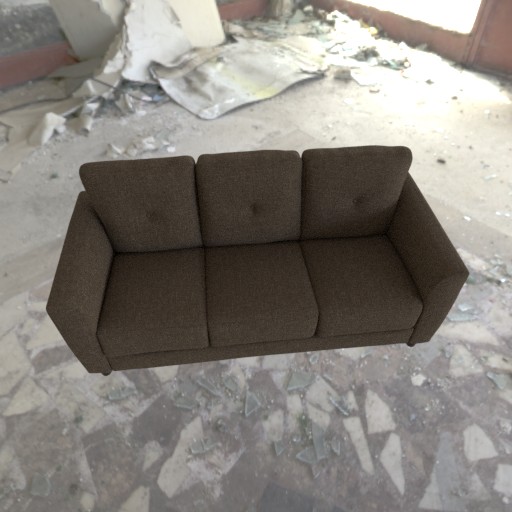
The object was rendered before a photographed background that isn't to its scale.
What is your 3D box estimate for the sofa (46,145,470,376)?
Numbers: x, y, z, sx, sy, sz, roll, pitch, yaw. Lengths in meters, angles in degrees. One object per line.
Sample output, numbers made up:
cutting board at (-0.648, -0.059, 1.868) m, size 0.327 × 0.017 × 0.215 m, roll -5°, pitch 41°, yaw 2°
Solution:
sofa at (0.000, 0.000, 2.306) m, size 1.847 × 0.891 × 0.837 m, roll -4°, pitch 45°, yaw -4°
